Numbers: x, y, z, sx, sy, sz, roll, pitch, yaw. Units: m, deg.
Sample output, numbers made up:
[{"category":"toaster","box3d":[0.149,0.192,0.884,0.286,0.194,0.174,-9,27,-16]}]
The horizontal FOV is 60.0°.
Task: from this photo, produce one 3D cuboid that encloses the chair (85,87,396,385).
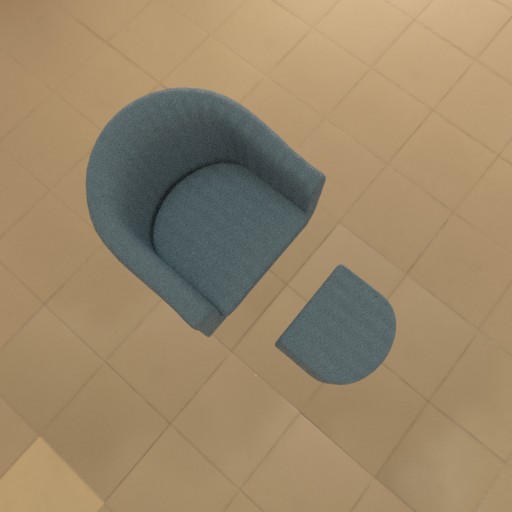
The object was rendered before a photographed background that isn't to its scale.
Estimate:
[{"category":"chair","box3d":[0.000,0.000,1.791,1.288,0.757,0.756,39,78,10]}]
